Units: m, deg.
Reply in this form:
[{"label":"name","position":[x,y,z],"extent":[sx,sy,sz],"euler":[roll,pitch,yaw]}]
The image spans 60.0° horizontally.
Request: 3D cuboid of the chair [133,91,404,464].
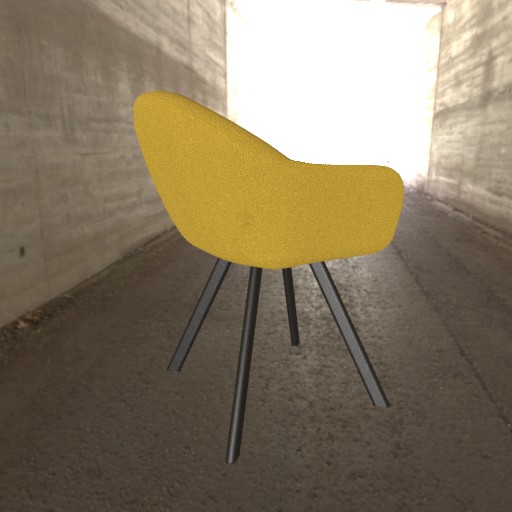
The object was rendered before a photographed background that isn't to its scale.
[{"label":"chair","position":[0.000,0.000,1.147],"extent":[0.565,0.775,0.545],"euler":[-7,15,-26]}]
